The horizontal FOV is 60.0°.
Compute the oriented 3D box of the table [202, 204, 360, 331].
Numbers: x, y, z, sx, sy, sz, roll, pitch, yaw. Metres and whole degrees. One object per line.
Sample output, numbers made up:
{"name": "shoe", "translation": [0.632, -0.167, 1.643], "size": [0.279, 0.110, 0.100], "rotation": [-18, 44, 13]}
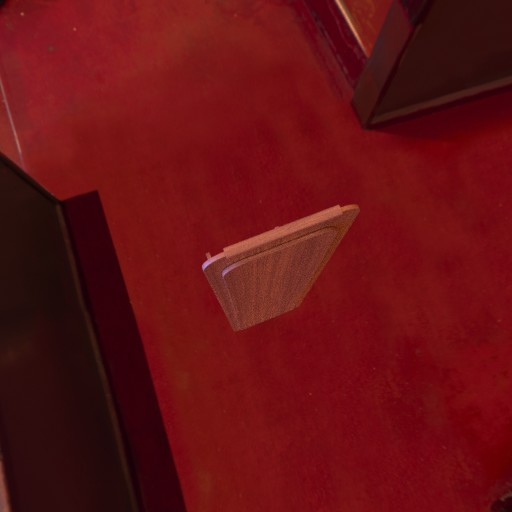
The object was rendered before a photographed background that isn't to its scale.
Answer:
{"name": "table", "translation": [0.000, 0.000, 2.042], "size": [0.450, 1.830, 0.420], "rotation": [-21, 76, -5]}
